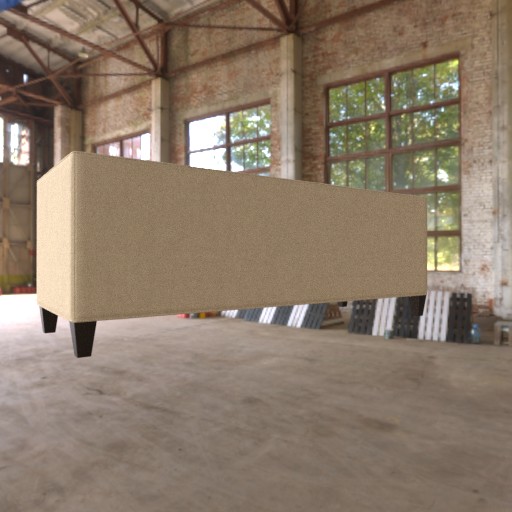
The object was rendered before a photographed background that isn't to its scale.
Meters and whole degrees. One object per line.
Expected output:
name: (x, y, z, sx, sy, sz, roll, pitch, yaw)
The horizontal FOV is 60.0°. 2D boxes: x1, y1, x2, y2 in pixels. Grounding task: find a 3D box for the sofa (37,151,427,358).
sofa: (0.000, 0.000, 2.532, 2.159, 0.762, 0.775, 0, 0, -35)
